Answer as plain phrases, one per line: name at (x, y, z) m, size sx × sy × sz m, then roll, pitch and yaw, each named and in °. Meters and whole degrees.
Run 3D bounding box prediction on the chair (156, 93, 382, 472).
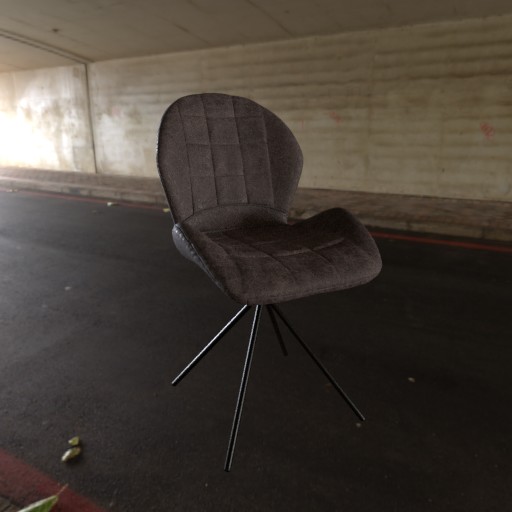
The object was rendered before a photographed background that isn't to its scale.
chair at (0.000, 0.000, 1.297) m, size 0.527 × 0.934 × 0.640 m, roll -8°, pitch 18°, yaw -26°
